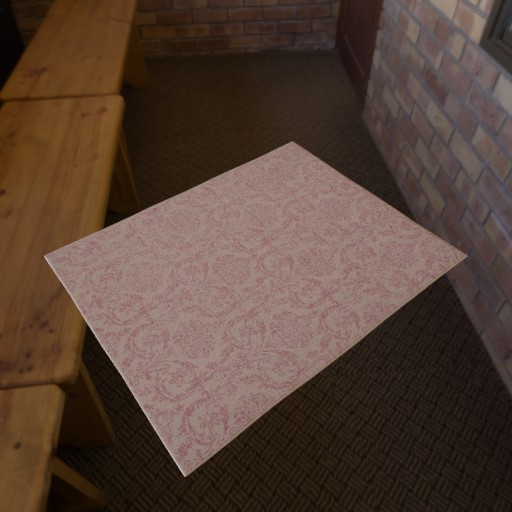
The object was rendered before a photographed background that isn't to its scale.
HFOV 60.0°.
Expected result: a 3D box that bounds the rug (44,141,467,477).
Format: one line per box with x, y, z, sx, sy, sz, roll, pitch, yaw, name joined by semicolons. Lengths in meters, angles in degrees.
0.000;0.000;3.977;2.980;0.012;2.363;-30;54;-25;rug
